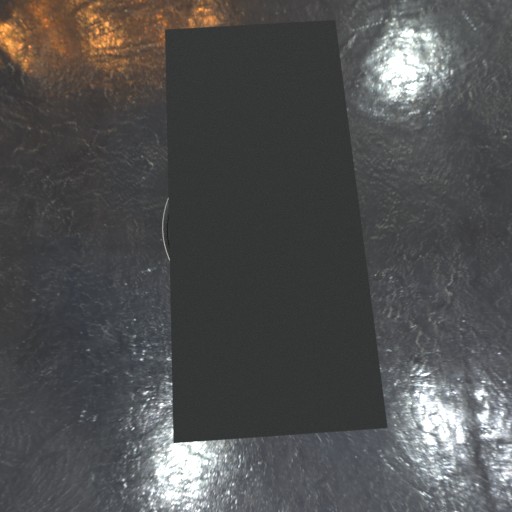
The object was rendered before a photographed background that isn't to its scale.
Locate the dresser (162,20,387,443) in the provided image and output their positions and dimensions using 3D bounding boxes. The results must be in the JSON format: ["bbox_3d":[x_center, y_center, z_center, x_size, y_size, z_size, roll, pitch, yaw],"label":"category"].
[{"bbox_3d":[0.000,0.000,1.122,0.360,0.720,0.750,-4,76,-1],"label":"dresser"}]
